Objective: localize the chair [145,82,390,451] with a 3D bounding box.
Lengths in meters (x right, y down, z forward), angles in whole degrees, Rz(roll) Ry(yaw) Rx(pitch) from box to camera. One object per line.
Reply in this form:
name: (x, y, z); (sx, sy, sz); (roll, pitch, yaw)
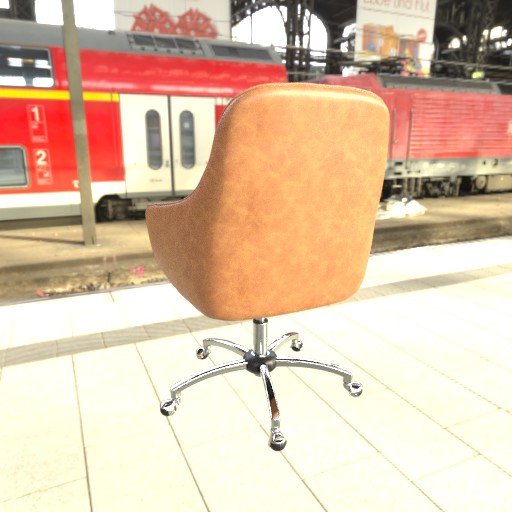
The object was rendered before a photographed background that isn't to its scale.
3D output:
chair: (0.000, 0.000, 1.325); (0.628, 0.909, 0.615); (-7, 16, -26)
